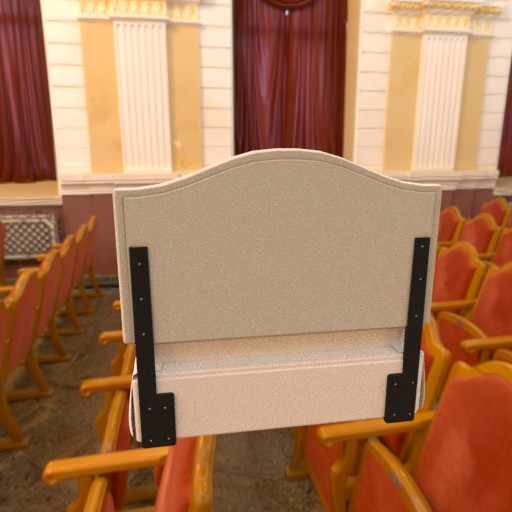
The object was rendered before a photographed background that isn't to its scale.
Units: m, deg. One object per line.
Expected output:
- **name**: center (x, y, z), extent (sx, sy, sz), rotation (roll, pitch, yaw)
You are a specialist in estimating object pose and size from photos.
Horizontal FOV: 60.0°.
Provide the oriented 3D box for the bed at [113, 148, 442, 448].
- **bed**: center (0.000, 0.000, 3.426), extent (1.813, 1.607, 2.180), rotation (-2, 14, -9)
